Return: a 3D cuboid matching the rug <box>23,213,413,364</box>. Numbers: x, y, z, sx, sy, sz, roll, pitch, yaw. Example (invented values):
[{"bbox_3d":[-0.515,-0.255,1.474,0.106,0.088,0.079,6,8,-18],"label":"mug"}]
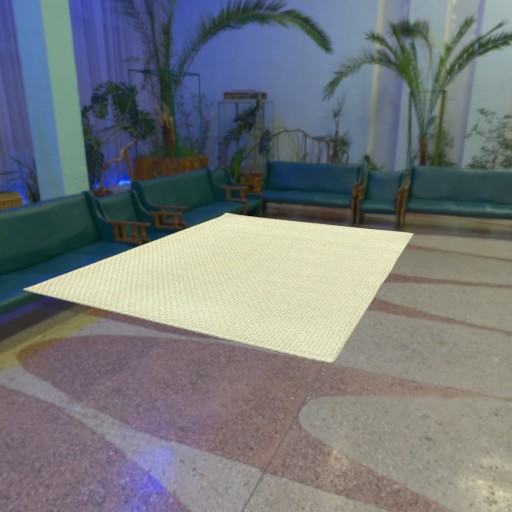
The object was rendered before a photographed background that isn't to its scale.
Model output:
[{"bbox_3d":[0.000,0.000,3.906,2.277,0.035,2.897,8,19,25],"label":"rug"}]
